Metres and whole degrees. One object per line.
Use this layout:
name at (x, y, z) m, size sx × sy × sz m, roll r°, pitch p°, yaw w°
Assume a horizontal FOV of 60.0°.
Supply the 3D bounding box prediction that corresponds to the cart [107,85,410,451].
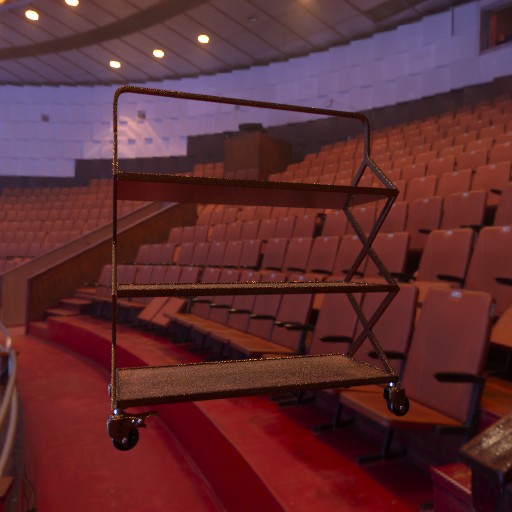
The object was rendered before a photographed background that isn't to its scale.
cart at (0.000, 0.000, 1.148) m, size 0.723 × 0.805 × 0.313 m, roll 0°, pitch -1°, yaw -18°
